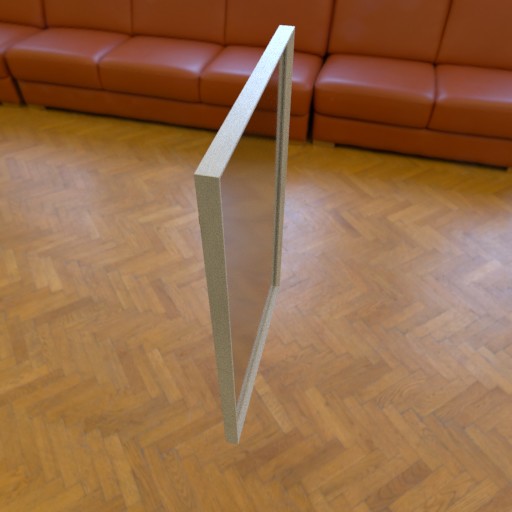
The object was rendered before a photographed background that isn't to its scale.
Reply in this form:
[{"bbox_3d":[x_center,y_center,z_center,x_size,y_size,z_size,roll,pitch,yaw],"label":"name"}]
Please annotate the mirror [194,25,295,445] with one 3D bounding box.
[{"bbox_3d":[0.000,0.000,1.142,0.041,0.915,0.609,10,46,9],"label":"mirror"}]
